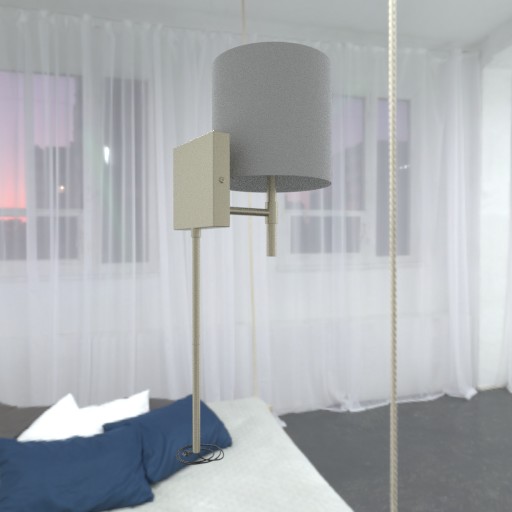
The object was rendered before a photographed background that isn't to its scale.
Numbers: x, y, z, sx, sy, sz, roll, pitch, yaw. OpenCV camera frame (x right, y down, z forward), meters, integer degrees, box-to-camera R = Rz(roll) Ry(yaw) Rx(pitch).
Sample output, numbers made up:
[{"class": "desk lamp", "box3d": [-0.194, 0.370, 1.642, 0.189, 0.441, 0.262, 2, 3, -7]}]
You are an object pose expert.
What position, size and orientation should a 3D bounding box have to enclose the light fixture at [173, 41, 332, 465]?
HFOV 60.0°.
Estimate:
[{"class": "light fixture", "box3d": [0.000, 0.000, 0.687, 0.248, 0.589, 0.188, -1, 1, -35]}]
